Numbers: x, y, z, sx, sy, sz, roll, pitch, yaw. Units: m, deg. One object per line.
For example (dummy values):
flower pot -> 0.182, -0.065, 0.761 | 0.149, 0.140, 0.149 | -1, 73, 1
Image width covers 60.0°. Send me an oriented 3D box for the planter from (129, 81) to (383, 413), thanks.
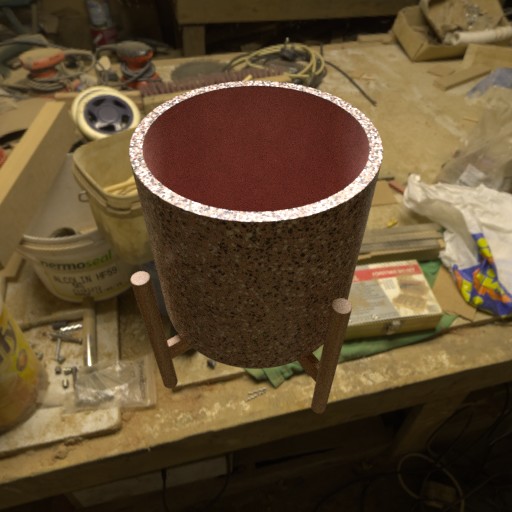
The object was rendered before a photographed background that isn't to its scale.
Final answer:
planter -> 0.000, 0.000, 0.690 | 0.360, 0.419, 0.360 | -9, 47, -9
